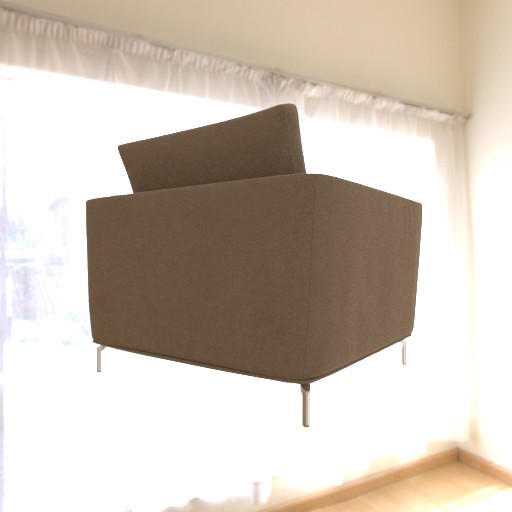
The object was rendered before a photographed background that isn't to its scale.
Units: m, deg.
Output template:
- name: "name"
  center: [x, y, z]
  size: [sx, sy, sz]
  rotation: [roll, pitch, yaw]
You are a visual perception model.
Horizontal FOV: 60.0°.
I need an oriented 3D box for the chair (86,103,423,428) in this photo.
- name: "chair"
  center: [0.000, 0.000, 1.704]
  size: [1.041, 0.864, 0.889]
  rotation: [0, 1, 36]
